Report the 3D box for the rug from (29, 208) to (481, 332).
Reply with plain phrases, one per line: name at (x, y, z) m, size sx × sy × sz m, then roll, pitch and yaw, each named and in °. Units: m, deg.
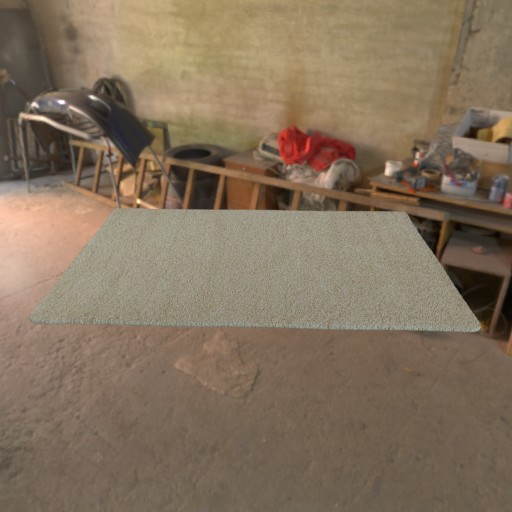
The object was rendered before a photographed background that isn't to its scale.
rug at (0.000, 0.000, 2.926) m, size 2.349 × 0.026 × 1.500 m, roll 1°, pitch 29°, yaw 2°
